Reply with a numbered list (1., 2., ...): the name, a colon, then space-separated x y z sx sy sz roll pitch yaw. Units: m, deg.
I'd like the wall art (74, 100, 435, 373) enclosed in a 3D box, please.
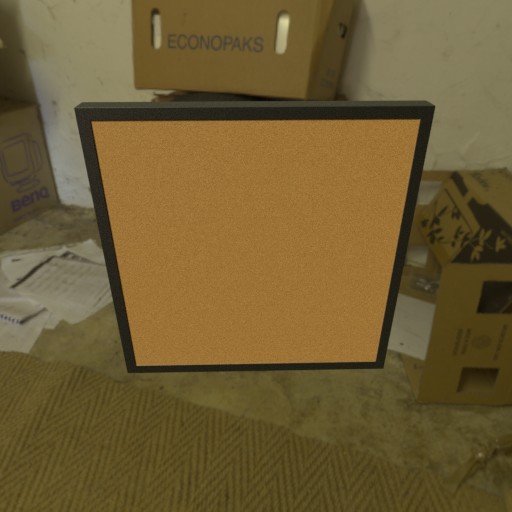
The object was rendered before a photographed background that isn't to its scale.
1. wall art: 0.000 0.000 0.764 0.506 0.506 0.037 -1 30 -1
